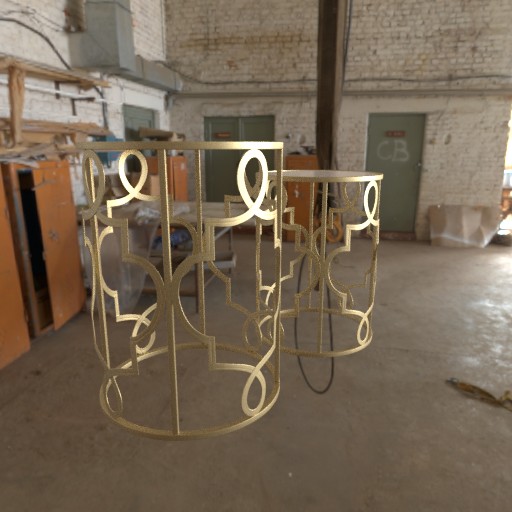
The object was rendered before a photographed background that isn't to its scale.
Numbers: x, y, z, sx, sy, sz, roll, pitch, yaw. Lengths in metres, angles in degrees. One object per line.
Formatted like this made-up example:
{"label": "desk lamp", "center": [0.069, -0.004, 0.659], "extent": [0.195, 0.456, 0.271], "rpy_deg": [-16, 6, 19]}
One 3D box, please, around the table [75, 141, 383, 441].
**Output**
{"label": "table", "center": [0.000, 0.000, 1.141], "extent": [0.846, 0.564, 0.420], "rpy_deg": [-13, 19, -42]}
